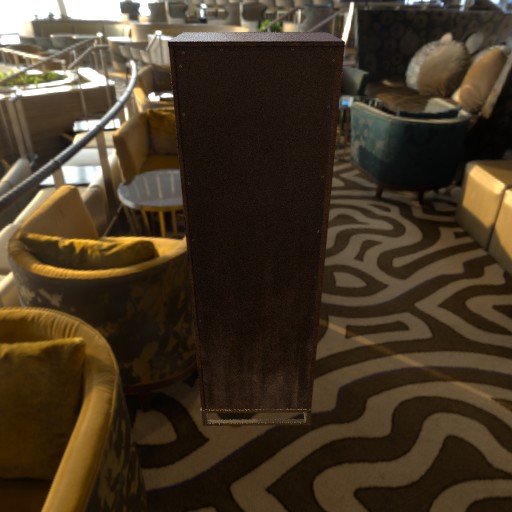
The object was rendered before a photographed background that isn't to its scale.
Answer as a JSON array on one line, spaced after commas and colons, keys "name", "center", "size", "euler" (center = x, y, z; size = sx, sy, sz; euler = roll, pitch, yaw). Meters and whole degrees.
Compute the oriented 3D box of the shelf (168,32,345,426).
[{"name": "shelf", "center": [0.000, 0.000, 1.942], "size": [0.539, 1.732, 0.395], "euler": [0, 30, -1]}]
